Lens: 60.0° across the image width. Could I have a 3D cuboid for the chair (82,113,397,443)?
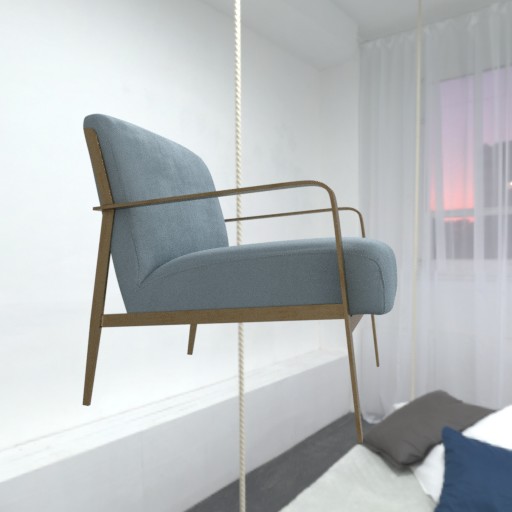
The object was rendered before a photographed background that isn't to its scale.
[{"bbox_3d":[0.000,0.000,1.396,0.842,0.824,0.701,0,1,19],"label":"chair"}]
